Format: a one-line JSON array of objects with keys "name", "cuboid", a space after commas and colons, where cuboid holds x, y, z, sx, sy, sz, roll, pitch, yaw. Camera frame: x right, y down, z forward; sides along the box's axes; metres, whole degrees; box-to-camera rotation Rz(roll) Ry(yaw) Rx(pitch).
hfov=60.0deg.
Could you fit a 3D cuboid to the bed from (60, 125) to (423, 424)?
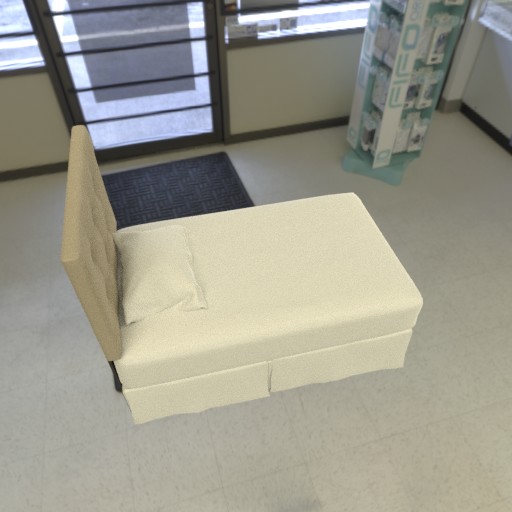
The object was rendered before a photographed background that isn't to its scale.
[{"name": "bed", "cuboid": [0.000, 0.000, 2.955, 1.997, 1.571, 1.261, -10, 47, -9]}]
